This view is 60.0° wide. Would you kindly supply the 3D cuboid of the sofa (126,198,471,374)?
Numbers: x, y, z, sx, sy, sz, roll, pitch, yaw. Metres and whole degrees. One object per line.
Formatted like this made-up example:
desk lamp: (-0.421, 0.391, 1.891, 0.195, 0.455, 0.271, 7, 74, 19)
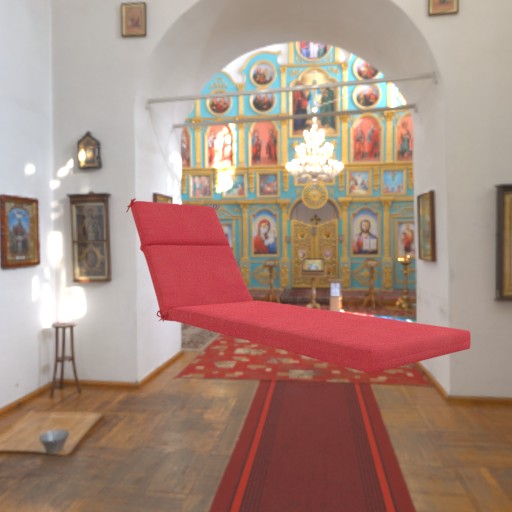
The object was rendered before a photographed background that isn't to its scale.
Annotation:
sofa: (0.000, 0.000, 1.946, 0.582, 0.622, 1.663, 0, 1, -37)
